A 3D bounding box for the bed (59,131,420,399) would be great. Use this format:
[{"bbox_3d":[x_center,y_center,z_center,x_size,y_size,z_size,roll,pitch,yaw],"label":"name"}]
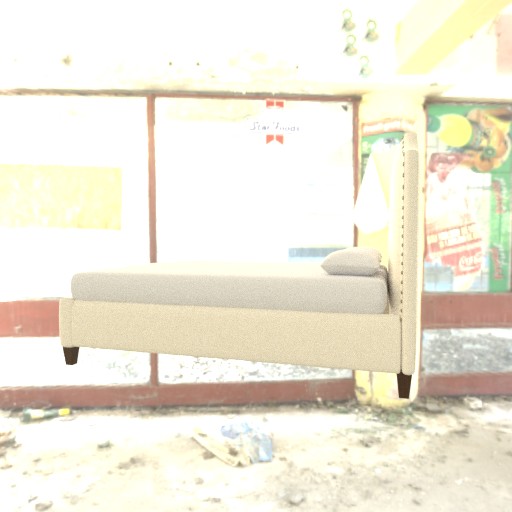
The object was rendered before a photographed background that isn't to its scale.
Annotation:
[{"bbox_3d":[0.000,0.000,3.528,2.372,1.497,1.712,1,2,17],"label":"bed"}]
